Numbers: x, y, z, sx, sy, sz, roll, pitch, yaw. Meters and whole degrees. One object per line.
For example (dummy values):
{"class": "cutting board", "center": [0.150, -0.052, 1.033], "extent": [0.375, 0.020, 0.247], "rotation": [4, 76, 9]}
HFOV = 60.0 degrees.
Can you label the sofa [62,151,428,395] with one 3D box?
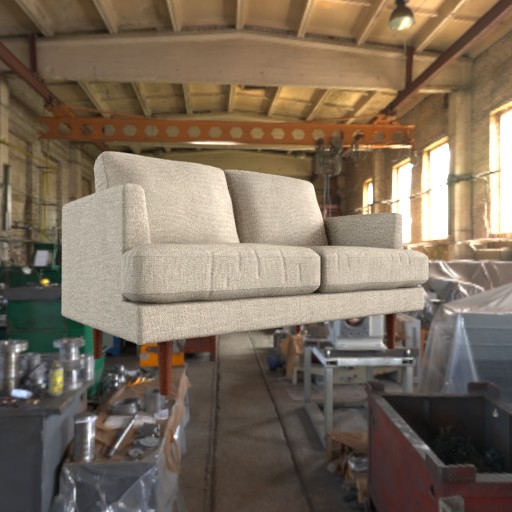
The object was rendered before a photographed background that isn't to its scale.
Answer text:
{"class": "sofa", "center": [0.000, 0.000, 2.129], "extent": [1.582, 0.944, 0.903], "rotation": [0, -1, -38]}
